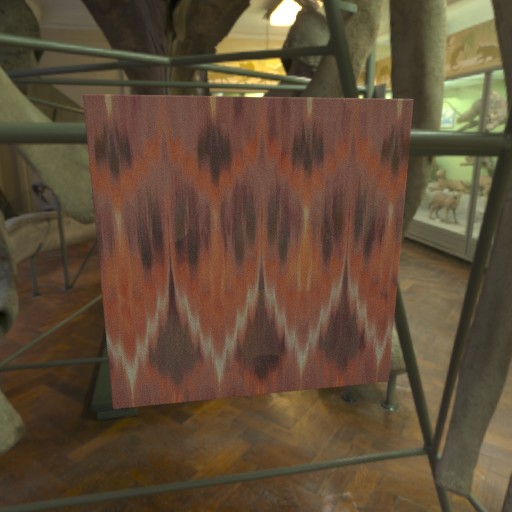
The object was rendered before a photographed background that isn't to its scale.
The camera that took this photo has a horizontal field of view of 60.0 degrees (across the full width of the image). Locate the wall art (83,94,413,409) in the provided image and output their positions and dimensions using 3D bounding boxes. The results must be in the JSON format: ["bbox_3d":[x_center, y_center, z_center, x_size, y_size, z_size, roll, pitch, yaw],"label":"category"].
[{"bbox_3d":[0.000,0.000,0.603,0.403,0.406,0.038,-3,15,-10],"label":"wall art"}]
